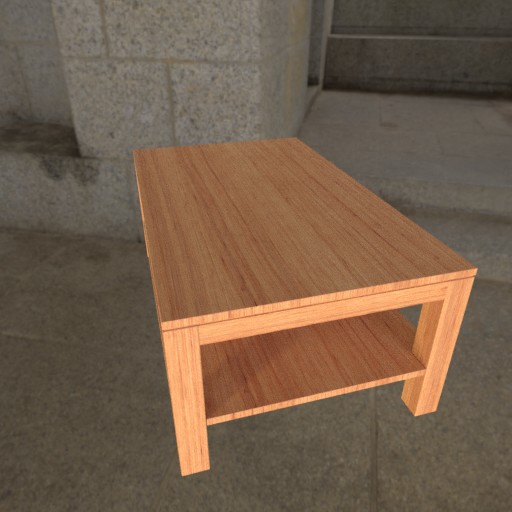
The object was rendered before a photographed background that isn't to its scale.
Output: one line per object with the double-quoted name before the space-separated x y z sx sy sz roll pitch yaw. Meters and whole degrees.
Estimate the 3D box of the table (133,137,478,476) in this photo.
"table" 0.000 0.000 1.491 0.695 0.457 1.146 -8 31 -14
